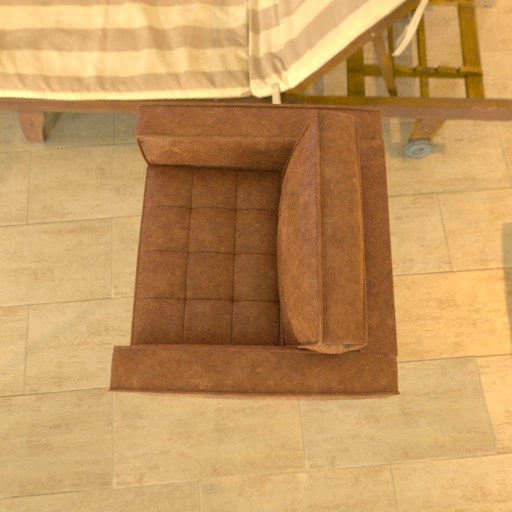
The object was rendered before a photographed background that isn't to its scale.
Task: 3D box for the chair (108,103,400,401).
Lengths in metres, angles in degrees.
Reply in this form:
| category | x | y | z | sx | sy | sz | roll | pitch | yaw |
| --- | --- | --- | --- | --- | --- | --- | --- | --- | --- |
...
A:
| category | x | y | z | sx | sy | sz | roll | pitch | yaw |
| --- | --- | --- | --- | --- | --- | --- | --- | --- | --- |
| chair | 0.000 | 0.000 | 1.487 | 0.798 | 0.767 | 0.928 | 1 | 75 | 0 |
